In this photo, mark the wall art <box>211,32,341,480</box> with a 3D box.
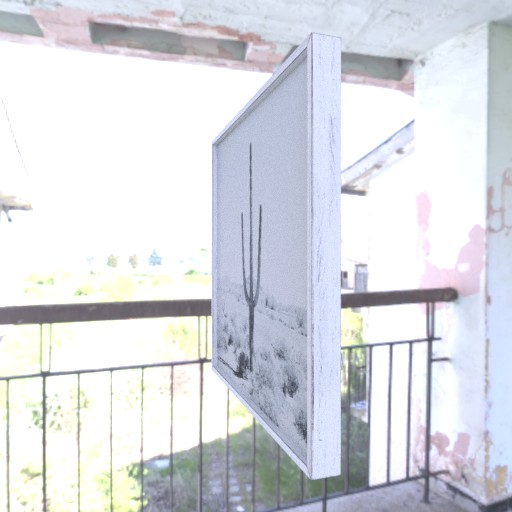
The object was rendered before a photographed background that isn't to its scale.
[{"bbox_3d":[0.000,0.000,0.749,0.038,0.508,0.508,0,0,-19],"label":"wall art"}]
